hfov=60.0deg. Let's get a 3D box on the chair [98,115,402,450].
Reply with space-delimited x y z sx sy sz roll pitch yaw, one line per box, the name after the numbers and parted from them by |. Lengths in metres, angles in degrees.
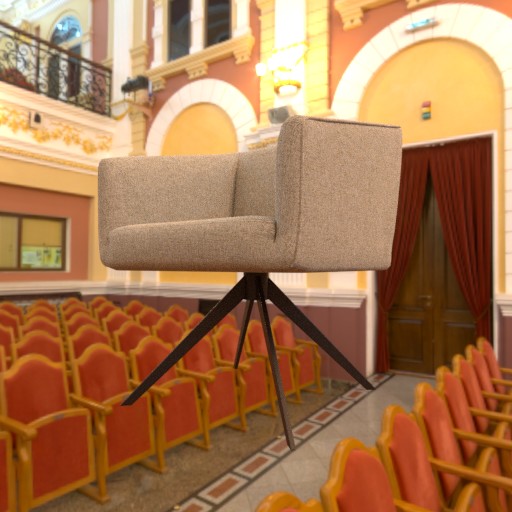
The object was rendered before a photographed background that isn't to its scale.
0.000 0.000 1.205 0.628 0.760 0.623 -1 -1 36 | chair
